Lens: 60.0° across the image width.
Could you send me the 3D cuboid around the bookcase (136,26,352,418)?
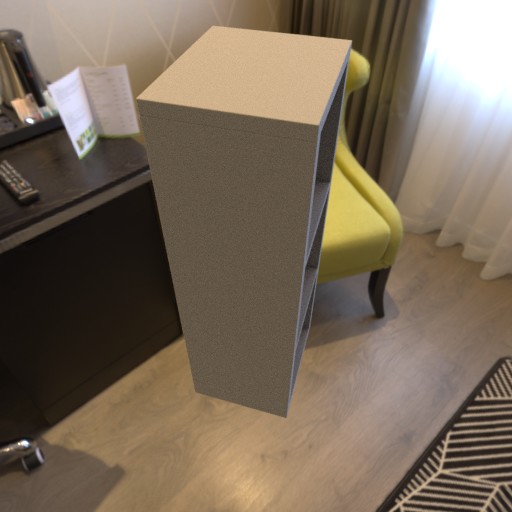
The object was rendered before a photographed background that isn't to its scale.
[{"bbox_3d":[0.000,0.000,1.270,0.330,1.080,0.390,12,47,12],"label":"bookcase"}]
